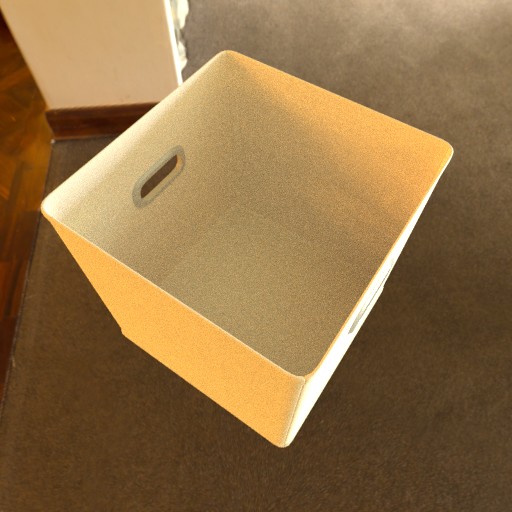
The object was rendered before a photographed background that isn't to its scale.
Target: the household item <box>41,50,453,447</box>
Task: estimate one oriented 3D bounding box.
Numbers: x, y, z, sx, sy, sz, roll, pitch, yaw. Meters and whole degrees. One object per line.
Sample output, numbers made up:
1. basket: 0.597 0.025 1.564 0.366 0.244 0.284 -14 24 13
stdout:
1. household item: 0.000 0.000 0.567 0.305 0.305 0.305 30 63 17
